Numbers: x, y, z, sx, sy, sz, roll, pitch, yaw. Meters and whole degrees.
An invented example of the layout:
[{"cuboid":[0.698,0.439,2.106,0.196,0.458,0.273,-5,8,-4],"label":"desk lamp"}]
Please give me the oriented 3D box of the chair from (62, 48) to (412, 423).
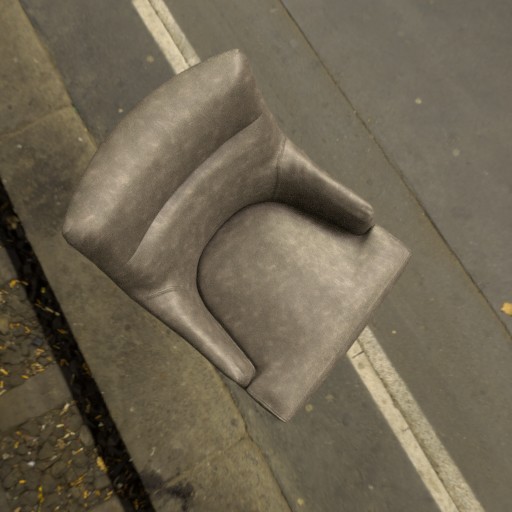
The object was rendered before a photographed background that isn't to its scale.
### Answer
[{"cuboid":[0.000,0.000,1.492,0.874,0.870,0.738,38,79,9],"label":"chair"}]
